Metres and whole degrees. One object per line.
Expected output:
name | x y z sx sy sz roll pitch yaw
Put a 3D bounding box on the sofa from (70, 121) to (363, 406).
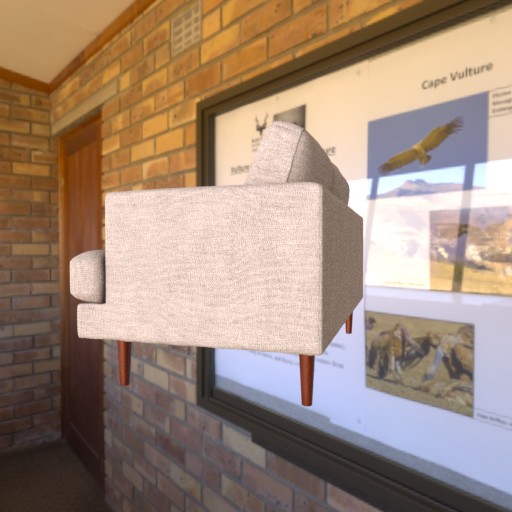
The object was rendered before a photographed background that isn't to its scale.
sofa | 0.000 0.000 2.154 0.903 0.944 1.582 0 1 18
